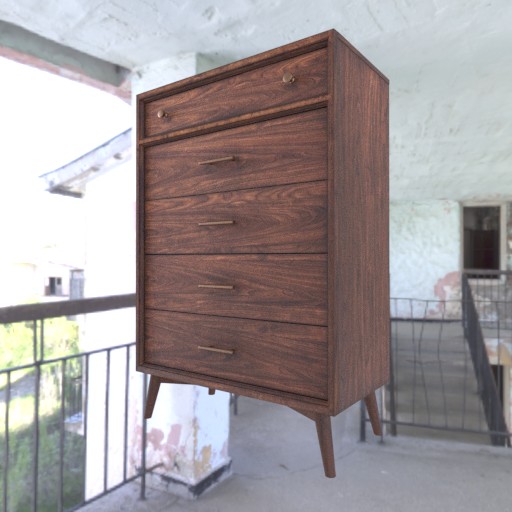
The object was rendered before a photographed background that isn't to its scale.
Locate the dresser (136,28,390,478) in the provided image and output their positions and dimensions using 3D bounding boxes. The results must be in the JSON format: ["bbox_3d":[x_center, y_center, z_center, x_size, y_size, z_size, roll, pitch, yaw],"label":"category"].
[{"bbox_3d":[0.000,0.000,1.785,0.919,1.365,0.498,0,-1,36],"label":"dresser"}]
